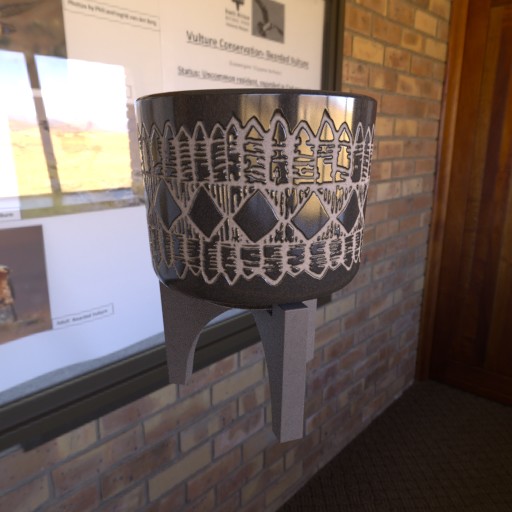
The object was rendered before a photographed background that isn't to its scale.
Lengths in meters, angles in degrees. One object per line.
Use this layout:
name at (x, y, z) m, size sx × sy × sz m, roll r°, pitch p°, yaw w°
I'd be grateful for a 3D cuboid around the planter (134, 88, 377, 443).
planter at (0.000, 0.000, 0.401) m, size 0.196 × 0.264 × 0.196 m, roll 3°, pitch 15°, yaw 11°
